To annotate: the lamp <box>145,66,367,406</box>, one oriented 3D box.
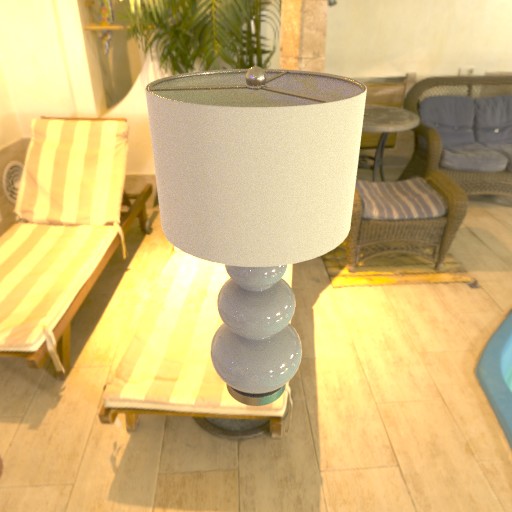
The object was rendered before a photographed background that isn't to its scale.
[{"bbox_3d":[0.000,0.000,0.921,0.367,0.730,0.367,1,30,2],"label":"lamp"}]
